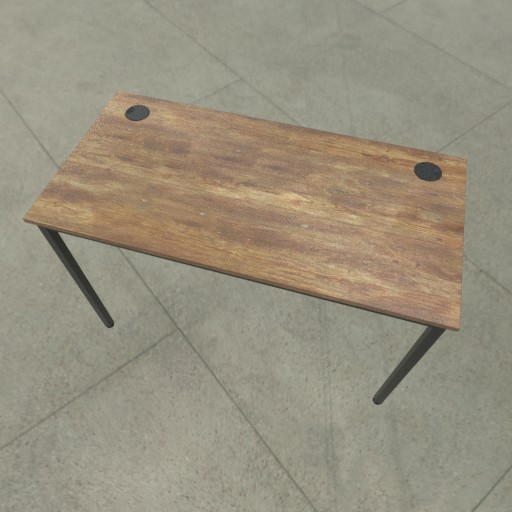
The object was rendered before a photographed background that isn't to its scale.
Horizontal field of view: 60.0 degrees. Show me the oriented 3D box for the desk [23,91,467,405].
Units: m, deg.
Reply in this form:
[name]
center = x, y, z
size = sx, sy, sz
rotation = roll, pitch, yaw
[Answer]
[desk]
center = 0.000, 0.000, 1.629
size = 1.200, 0.749, 0.600
rotation = 14, 58, 9
